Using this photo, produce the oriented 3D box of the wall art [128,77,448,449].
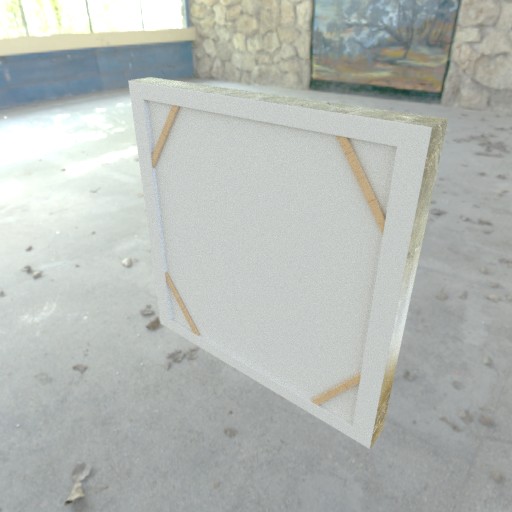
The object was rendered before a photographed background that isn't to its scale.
[{"bbox_3d":[0.000,0.000,0.589,0.405,0.407,0.038,22,36,33],"label":"wall art"}]
